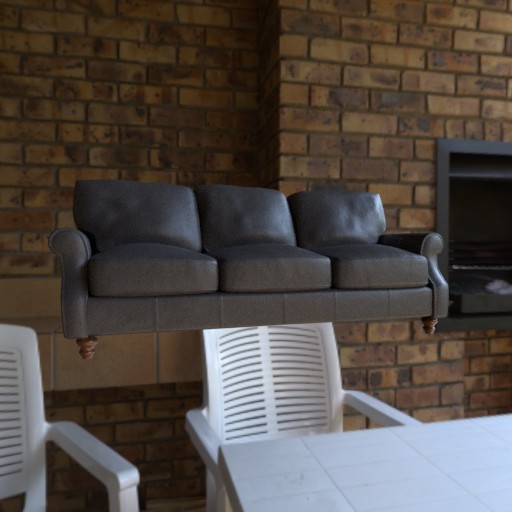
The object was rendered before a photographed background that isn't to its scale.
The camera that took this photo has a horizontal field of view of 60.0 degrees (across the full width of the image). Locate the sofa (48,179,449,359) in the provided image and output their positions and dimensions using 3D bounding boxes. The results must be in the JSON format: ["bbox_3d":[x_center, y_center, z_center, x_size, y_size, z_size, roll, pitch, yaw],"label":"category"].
[{"bbox_3d":[0.000,0.000,2.856,2.387,0.977,0.974,0,1,-18],"label":"sofa"}]
